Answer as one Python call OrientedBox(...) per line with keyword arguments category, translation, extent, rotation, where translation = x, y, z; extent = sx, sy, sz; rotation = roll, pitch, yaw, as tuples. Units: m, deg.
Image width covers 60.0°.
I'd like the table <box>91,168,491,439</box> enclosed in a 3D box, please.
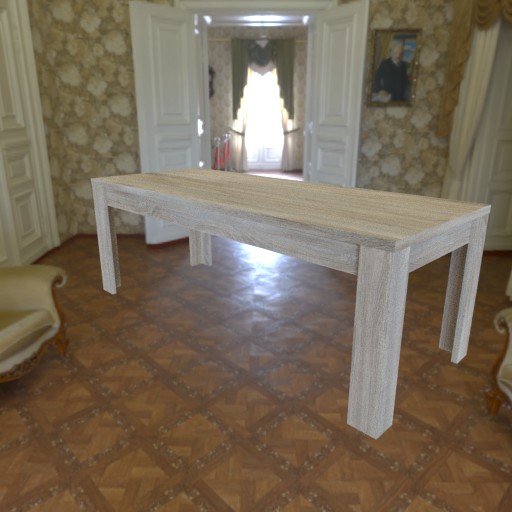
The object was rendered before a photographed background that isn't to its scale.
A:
OrientedBox(category="table", translation=(0.000, 0.000, 2.622), extent=(2.200, 0.790, 0.900), rotation=(17, 24, 42))
